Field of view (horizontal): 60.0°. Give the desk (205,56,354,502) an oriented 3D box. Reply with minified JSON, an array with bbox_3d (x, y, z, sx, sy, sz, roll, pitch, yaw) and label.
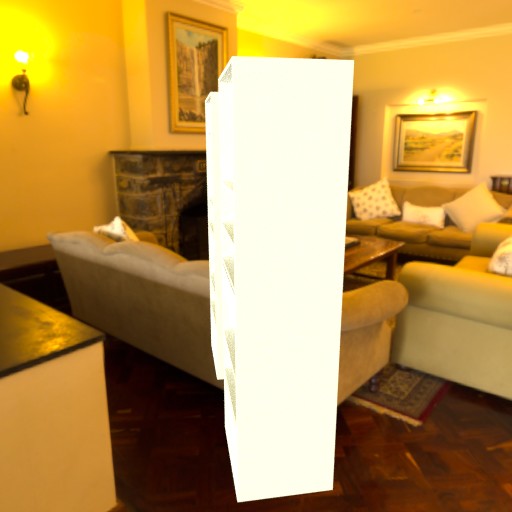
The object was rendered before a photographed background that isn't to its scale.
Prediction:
[{"bbox_3d":[0.000,0.000,2.788,0.480,2.000,1.770,-2,14,-9],"label":"desk"}]
